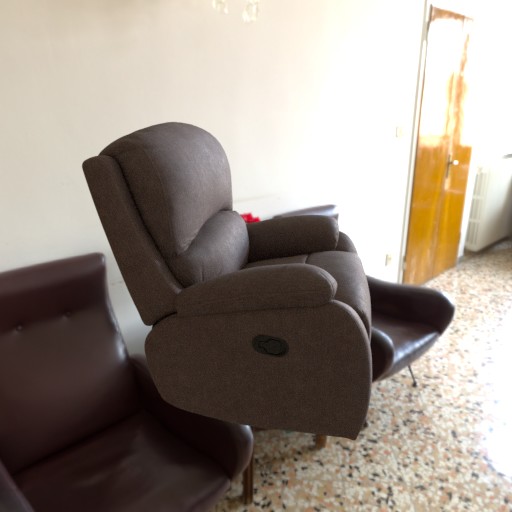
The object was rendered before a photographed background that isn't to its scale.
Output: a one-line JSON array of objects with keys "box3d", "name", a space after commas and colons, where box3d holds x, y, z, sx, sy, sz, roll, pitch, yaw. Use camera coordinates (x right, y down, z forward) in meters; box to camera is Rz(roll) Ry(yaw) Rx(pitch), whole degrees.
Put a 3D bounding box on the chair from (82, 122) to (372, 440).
[{"box3d": [0.000, 0.000, 1.748, 0.899, 1.011, 0.930, 3, 18, 10], "name": "chair"}]
